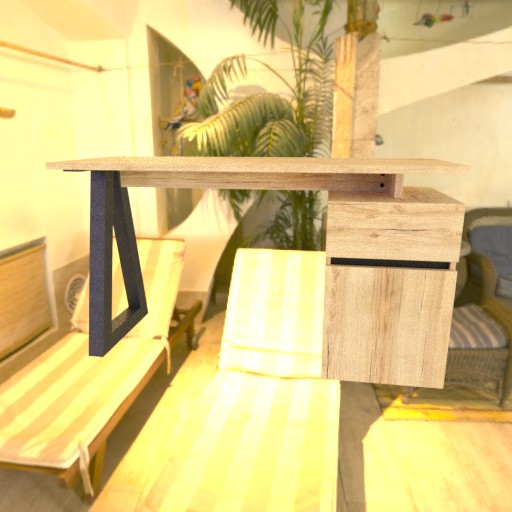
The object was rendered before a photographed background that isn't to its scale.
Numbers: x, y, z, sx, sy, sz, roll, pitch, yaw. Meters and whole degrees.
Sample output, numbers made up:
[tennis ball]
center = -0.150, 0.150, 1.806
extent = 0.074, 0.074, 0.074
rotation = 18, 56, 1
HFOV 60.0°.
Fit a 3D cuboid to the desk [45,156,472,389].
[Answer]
[desk]
center = 0.000, 0.000, 1.797
extent = 1.400, 0.760, 0.550
rotation = 2, 15, 9
